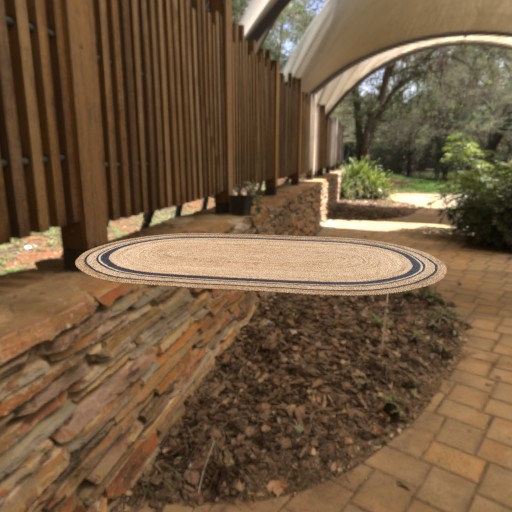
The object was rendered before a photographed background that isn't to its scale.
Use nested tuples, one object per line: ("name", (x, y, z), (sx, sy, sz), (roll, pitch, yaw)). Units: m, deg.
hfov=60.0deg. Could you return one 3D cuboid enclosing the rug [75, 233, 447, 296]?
("rug", (0.000, 0.000, 3.031), (2.432, 0.006, 1.520), (2, 14, 10))
